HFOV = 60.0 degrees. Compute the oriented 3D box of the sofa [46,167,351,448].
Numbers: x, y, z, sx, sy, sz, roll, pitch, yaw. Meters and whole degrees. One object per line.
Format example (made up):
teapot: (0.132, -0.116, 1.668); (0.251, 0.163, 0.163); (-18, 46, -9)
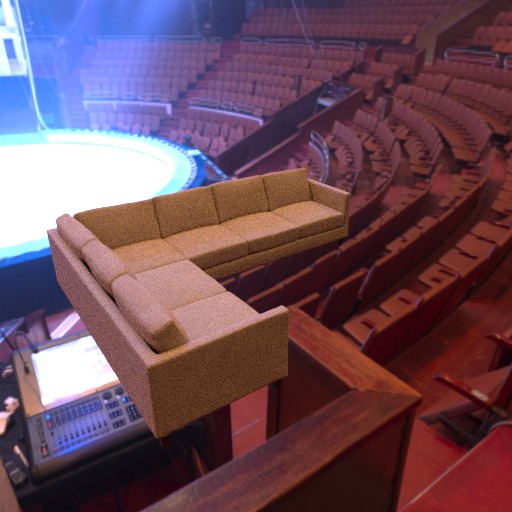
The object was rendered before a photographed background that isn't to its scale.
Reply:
sofa: (0.000, 0.000, 4.238); (3.182, 0.863, 2.432); (-17, 31, -32)
